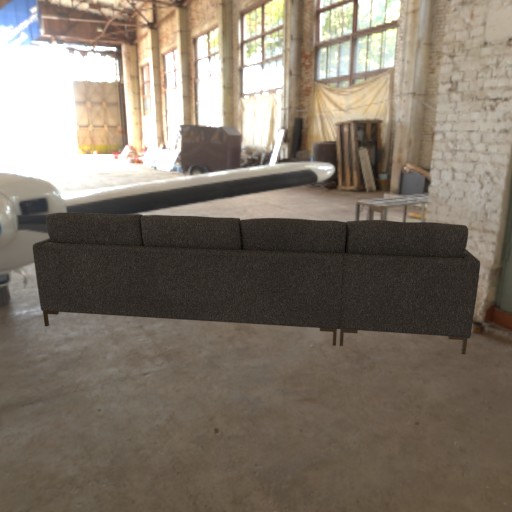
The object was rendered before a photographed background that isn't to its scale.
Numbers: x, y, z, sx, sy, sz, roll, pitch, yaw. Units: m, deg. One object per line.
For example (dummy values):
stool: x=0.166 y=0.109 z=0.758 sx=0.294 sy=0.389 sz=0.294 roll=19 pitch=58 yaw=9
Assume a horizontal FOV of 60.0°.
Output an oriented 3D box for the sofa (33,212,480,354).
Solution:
sofa: x=0.000 y=0.000 z=3.482 sx=2.932 sy=0.810 sz=1.350 roll=2 pitch=15 yaw=8
